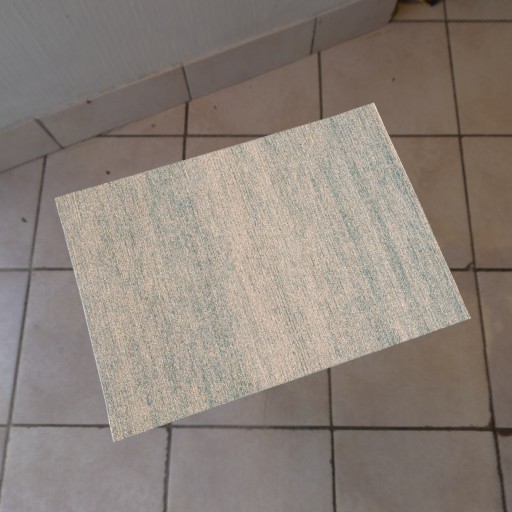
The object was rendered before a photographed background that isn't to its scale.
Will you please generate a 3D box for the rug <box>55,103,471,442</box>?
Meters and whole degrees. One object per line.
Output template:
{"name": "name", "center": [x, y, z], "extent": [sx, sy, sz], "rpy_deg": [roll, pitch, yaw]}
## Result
{"name": "rug", "center": [0.000, 0.000, 2.861], "extent": [2.306, 0.030, 1.613], "rpy_deg": [-18, 76, -5]}
